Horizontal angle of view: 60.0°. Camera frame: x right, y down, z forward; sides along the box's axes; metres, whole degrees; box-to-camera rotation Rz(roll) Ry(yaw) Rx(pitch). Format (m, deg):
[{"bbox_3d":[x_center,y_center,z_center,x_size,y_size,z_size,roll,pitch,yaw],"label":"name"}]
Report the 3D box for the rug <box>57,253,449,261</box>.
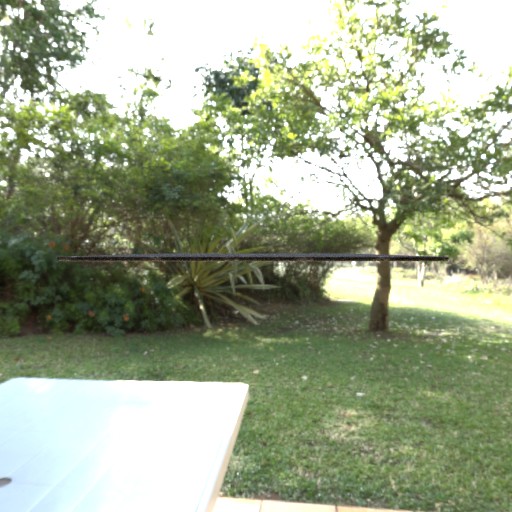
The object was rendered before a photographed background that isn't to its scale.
[{"bbox_3d":[0.000,0.000,4.247,2.438,0.029,3.047,0,1,1],"label":"rug"}]
